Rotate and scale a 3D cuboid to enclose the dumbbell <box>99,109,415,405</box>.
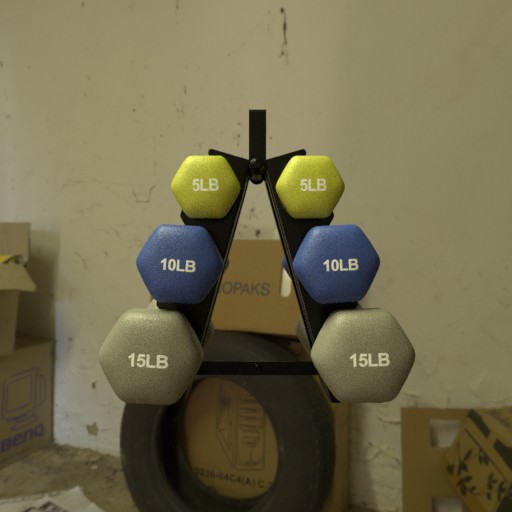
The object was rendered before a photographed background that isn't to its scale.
[{"bbox_3d":[0.000,0.000,0.686,0.416,0.426,0.261,0,1,0],"label":"dumbbell"}]
